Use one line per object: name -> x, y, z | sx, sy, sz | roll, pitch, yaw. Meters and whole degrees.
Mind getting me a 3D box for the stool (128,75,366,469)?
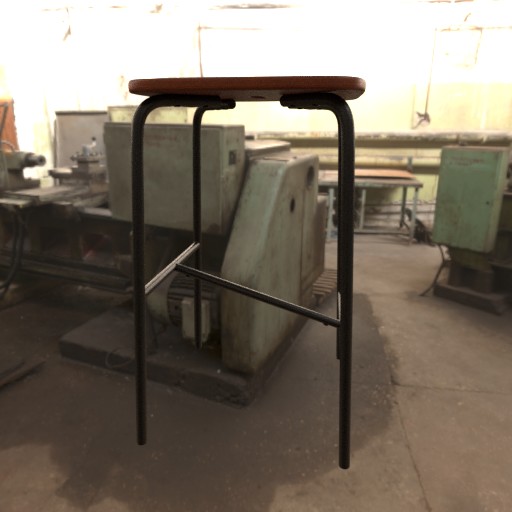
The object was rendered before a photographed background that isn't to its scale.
stool -> 0.000, 0.000, 0.851 | 0.376, 0.610, 0.376 | 3, 17, 9
